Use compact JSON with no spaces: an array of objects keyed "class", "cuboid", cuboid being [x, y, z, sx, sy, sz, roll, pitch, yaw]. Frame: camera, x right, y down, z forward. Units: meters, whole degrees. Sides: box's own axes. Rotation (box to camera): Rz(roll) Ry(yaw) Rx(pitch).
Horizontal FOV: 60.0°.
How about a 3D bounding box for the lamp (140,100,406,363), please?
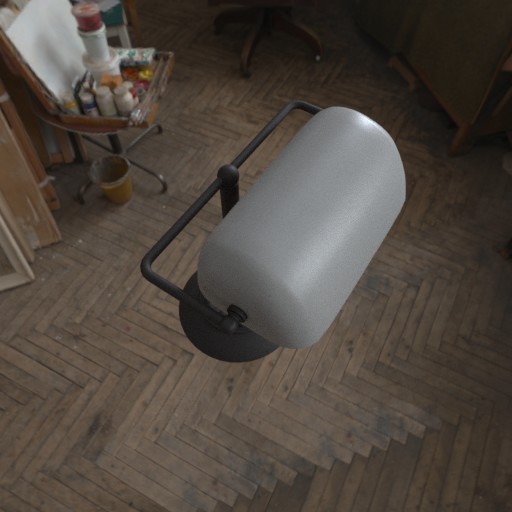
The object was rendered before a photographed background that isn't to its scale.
[{"class":"lamp","cuboid":[0.000,0.000,0.516,0.243,0.339,0.264,29,63,17]}]
